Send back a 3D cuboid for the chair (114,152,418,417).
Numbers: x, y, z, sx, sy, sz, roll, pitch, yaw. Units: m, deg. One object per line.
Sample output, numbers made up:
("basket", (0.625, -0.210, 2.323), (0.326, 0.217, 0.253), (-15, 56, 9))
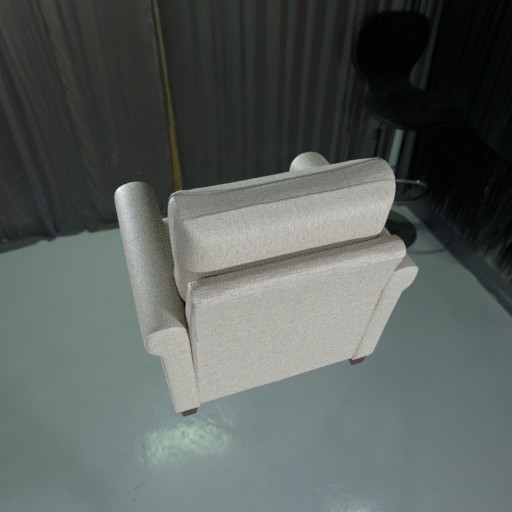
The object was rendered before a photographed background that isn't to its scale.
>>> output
("chair", (0.000, 0.000, 2.303), (1.275, 1.349, 1.180), (-13, 43, -14))
